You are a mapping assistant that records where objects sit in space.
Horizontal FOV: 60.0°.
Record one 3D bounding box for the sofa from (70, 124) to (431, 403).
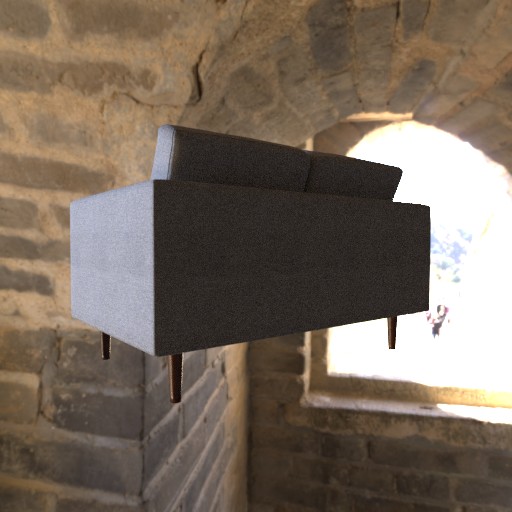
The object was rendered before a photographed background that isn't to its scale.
[{"bbox_3d":[0.000,0.000,2.195,1.527,0.973,0.969,-1,2,-38],"label":"sofa"}]
